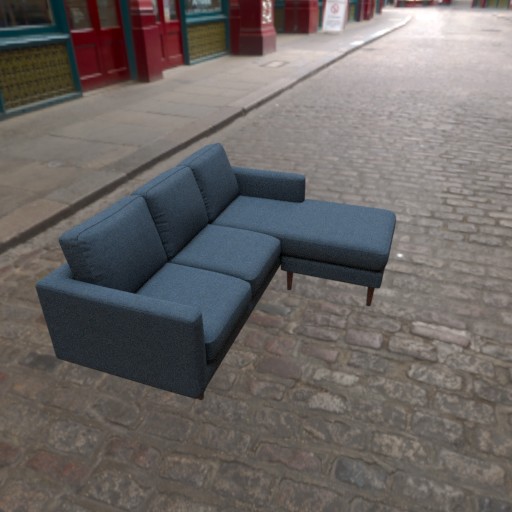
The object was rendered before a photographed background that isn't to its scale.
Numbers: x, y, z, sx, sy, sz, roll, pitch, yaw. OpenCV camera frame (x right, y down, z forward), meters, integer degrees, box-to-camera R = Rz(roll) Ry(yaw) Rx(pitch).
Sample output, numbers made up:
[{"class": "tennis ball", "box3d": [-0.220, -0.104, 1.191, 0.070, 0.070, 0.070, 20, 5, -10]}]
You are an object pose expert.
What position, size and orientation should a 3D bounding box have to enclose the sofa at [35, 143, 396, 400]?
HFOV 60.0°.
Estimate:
[{"class": "sofa", "box3d": [0.000, 0.000, 2.957, 1.667, 0.957, 2.055, 10, 32, 17]}]
